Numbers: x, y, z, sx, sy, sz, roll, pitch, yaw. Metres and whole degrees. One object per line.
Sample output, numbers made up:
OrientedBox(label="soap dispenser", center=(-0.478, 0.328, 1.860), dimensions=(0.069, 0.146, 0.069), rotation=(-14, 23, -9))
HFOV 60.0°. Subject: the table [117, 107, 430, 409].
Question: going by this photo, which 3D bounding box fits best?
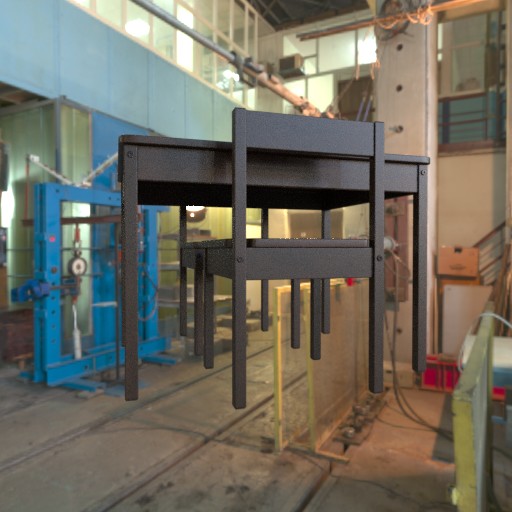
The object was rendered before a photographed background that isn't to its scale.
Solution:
OrientedBox(label="table", center=(0.000, 0.000, 1.095), dimensions=(0.650, 0.503, 0.672), rotation=(0, 1, -18))
